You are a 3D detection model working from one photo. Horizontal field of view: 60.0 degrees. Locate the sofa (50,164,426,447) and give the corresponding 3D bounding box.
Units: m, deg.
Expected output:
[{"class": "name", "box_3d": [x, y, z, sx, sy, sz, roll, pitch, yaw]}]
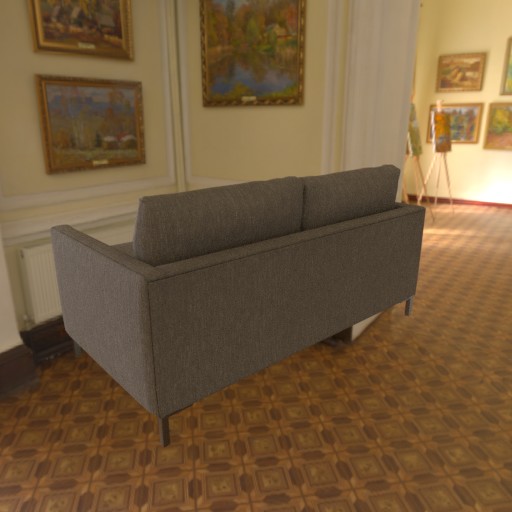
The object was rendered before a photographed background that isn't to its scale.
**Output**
[{"class": "sofa", "box_3d": [0.000, 0.000, 2.192, 1.682, 0.840, 0.875, -15, 23, -39]}]
